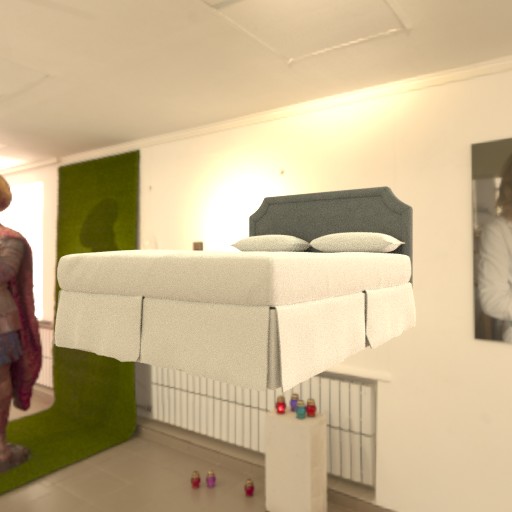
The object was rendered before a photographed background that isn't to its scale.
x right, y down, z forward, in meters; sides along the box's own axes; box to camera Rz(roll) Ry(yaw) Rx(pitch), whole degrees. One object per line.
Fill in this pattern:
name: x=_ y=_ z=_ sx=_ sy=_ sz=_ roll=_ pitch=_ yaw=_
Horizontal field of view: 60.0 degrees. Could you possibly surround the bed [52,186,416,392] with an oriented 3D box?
bed: x=0.000 y=0.000 z=3.616 sx=1.977 sy=1.306 sz=2.464 roll=0 pitch=0 yaw=35
